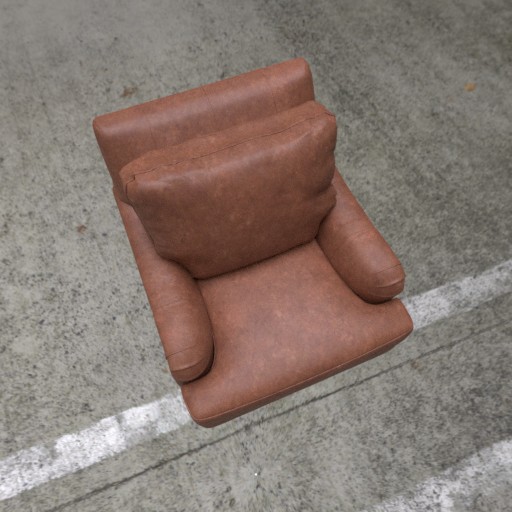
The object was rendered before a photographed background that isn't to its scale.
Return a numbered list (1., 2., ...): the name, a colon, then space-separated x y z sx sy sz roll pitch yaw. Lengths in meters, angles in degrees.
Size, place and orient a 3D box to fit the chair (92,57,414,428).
1. chair: 0.000 0.000 1.931 0.986 1.055 1.158 -20 66 -10
